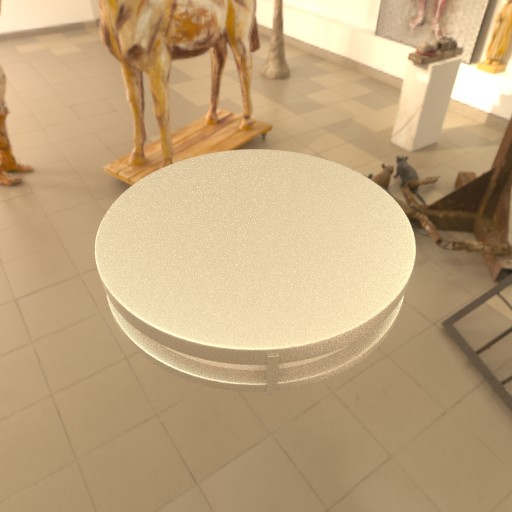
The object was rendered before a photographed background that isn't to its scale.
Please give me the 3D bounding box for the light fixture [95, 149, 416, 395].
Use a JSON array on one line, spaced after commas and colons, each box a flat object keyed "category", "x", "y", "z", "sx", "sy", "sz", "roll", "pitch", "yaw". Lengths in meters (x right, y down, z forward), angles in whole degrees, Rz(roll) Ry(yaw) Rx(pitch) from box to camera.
[{"category": "light fixture", "x": 0.000, "y": 0.000, "z": 0.539, "sx": 0.356, "sy": 0.102, "sz": 0.356, "roll": 0, "pitch": 41, "yaw": 0}]
